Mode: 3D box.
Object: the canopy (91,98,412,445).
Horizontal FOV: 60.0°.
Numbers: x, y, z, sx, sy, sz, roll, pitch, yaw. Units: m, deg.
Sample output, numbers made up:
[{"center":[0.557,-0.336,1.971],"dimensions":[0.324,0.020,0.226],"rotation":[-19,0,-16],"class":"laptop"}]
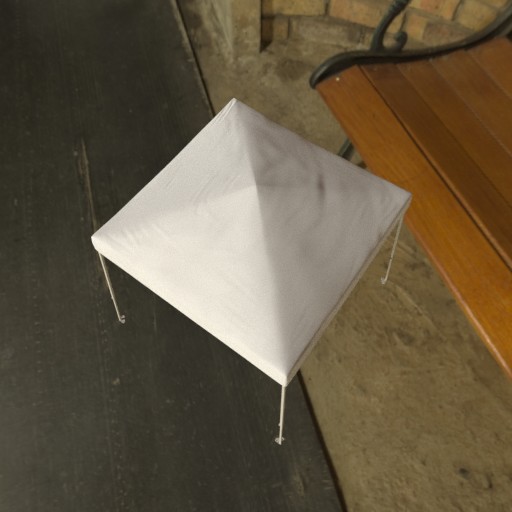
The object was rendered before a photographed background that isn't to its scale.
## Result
[{"center":[0.000,0.000,6.710],"dimensions":[3.599,3.600,3.600],"rotation":[33,68,15],"class":"canopy"}]
